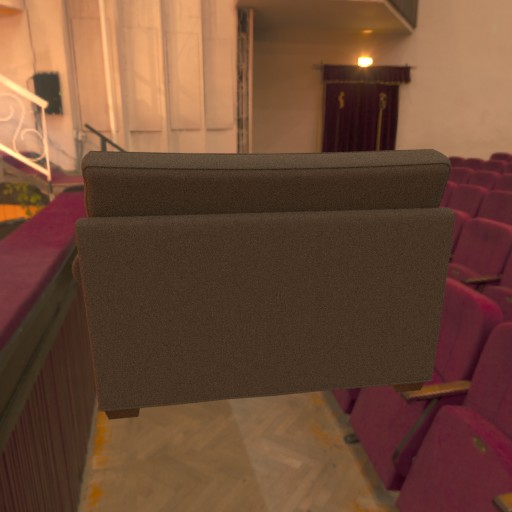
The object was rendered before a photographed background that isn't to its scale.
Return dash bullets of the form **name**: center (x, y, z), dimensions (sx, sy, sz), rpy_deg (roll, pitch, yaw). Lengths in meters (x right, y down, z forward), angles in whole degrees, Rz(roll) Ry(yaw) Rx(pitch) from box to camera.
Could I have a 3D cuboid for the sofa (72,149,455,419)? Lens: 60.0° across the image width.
- **sofa**: center (0.000, 0.000, 1.980), dimensions (1.410, 0.953, 0.940), rpy_deg (-2, 16, -9)
